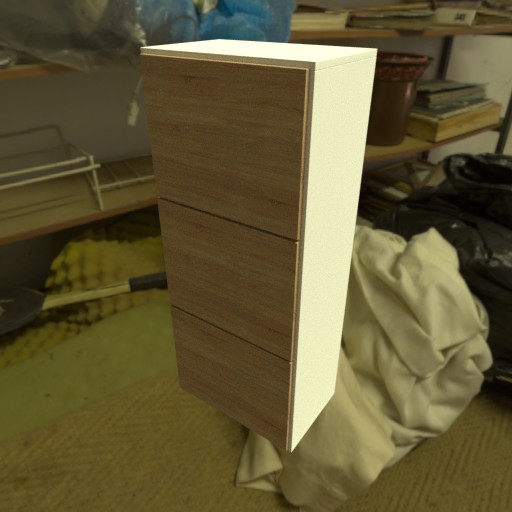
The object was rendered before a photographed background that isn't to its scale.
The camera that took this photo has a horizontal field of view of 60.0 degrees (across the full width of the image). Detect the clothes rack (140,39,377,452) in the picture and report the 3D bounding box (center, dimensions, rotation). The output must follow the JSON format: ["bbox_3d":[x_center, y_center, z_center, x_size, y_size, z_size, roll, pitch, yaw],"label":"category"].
[{"bbox_3d":[0.000,0.000,1.393,0.500,1.187,0.331,20,35,30],"label":"clothes rack"}]
